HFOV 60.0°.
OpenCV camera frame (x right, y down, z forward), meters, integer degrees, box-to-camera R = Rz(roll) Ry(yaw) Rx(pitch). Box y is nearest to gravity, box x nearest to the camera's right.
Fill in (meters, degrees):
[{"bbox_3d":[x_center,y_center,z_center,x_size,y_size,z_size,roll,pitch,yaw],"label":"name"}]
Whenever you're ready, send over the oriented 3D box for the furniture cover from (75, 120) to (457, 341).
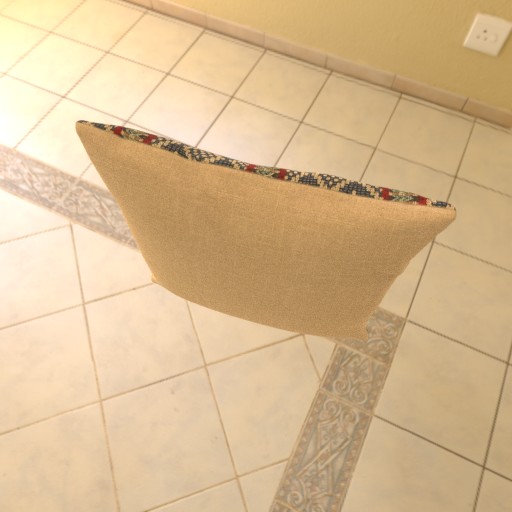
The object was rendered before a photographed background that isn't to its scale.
[{"bbox_3d":[0.000,0.000,0.665,0.431,0.431,0.139,15,64,7],"label":"furniture cover"}]
